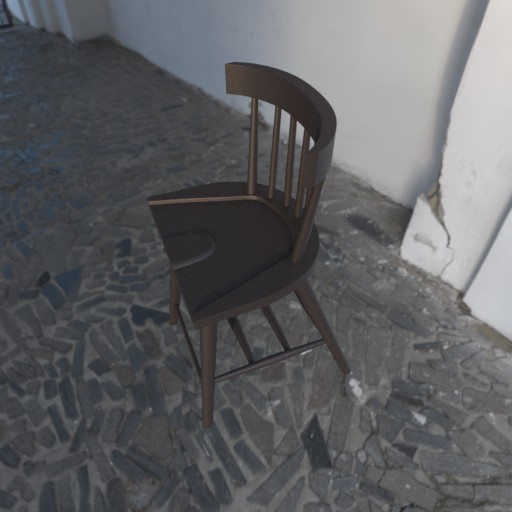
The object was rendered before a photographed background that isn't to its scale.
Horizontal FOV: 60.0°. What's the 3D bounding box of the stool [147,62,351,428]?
[{"bbox_3d":[0.000,0.000,1.310,0.549,0.953,0.494,-16,48,-15],"label":"stool"}]
